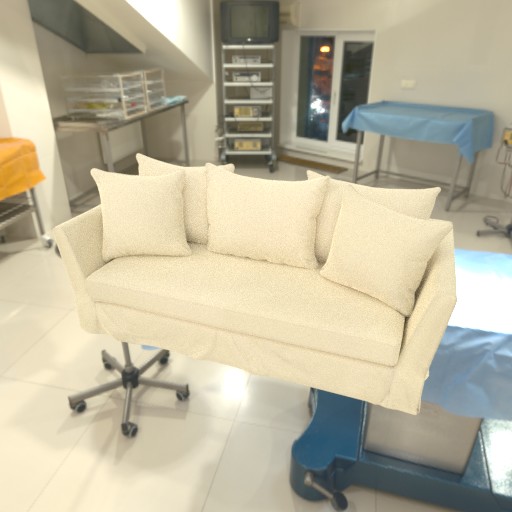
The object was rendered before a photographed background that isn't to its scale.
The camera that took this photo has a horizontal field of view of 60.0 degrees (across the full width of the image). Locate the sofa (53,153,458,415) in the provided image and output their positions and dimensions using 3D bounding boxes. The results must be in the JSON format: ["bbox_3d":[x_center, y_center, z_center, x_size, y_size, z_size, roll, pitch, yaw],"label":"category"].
[{"bbox_3d":[0.000,0.000,2.841,2.290,1.034,1.031,10,29,18],"label":"sofa"}]
